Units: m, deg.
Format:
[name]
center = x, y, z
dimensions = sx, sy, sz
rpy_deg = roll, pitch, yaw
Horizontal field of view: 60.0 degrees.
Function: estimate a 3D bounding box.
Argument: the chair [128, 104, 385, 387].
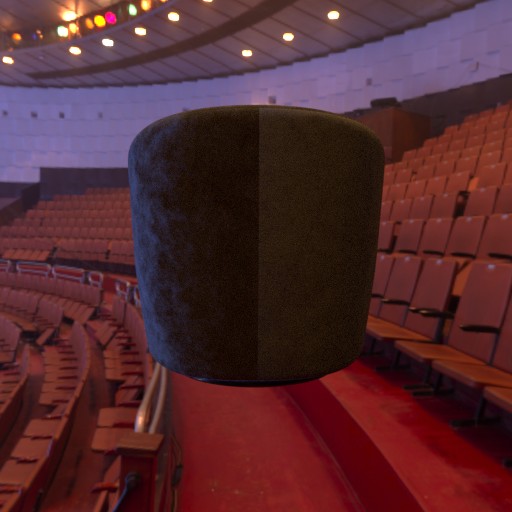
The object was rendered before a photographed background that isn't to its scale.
[chair]
center = 0.000, 0.000, 1.354
dimensions = 0.773, 0.698, 0.767
rpy_deg = 0, 1, -1
